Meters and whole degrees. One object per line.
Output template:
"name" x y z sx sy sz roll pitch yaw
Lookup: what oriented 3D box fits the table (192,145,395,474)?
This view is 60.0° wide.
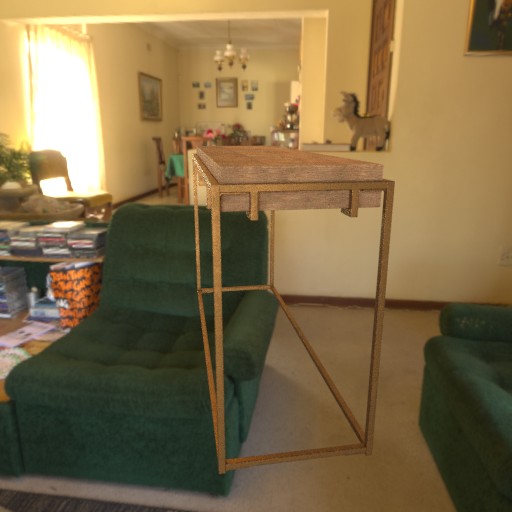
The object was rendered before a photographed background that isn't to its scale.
"table" 0.000 0.000 1.792 0.440 0.820 1.400 -3 16 -9
